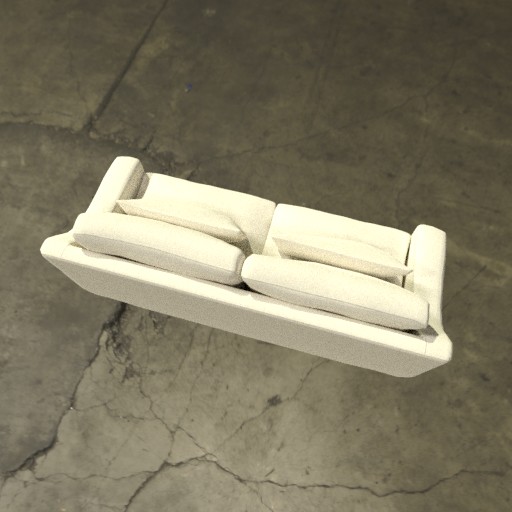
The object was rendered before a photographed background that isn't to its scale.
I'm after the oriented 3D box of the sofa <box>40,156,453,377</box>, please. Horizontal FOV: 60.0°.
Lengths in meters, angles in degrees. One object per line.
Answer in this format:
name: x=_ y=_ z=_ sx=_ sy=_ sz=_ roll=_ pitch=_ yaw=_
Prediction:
sofa: x=0.000 y=0.000 z=3.044 sx=2.470 sy=1.022 sz=1.009 roll=14 pitch=64 yaw=7
